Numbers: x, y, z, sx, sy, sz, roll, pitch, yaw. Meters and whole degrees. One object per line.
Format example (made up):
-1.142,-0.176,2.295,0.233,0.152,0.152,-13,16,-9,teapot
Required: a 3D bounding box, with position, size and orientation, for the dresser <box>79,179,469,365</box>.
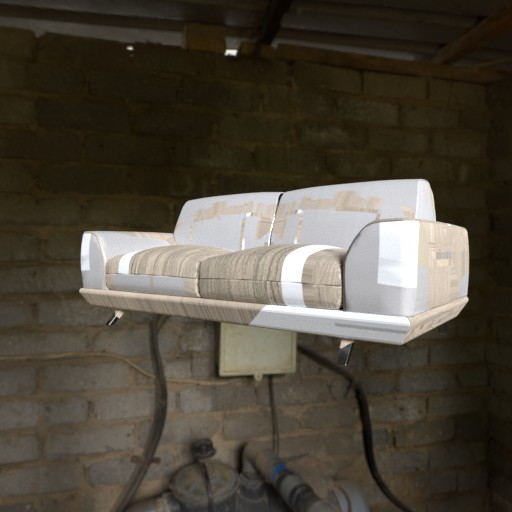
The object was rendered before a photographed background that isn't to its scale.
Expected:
0.000,0.000,5.741,4.679,1.863,2.251,1,1,37,dresser
